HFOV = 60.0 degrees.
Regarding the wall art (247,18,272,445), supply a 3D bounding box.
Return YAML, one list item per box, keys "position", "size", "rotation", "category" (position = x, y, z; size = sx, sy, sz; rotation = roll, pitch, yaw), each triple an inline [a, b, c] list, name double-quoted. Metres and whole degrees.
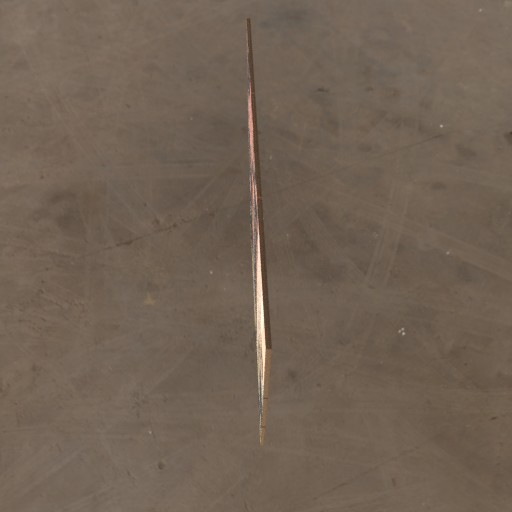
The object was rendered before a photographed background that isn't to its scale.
- position: [0.000, 0.000, 1.759]
  size: [0.013, 1.216, 1.216]
  rotation: [-2, 58, -1]
  category: "wall art"
